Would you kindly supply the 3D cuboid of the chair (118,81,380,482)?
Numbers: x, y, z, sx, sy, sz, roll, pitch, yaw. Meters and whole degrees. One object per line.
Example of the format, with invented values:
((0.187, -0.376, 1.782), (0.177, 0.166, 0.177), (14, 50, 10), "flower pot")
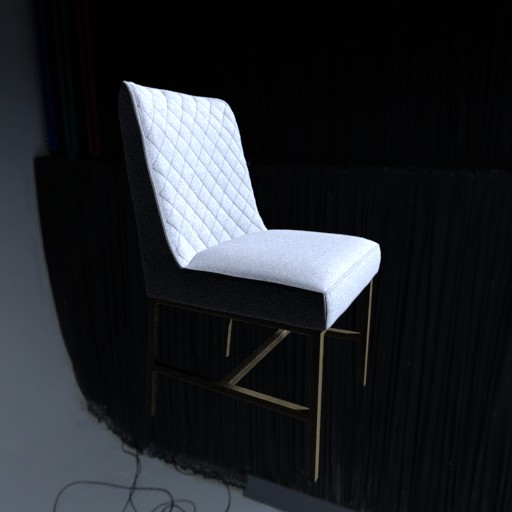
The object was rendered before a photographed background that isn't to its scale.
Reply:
((0.000, 0.000, 1.221), (0.587, 0.889, 0.508), (7, 16, 26), "chair")
